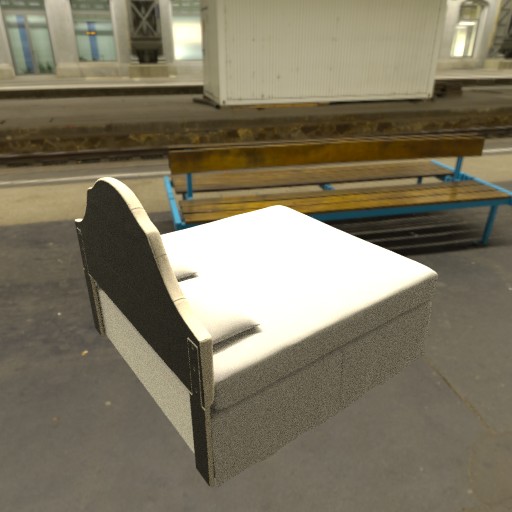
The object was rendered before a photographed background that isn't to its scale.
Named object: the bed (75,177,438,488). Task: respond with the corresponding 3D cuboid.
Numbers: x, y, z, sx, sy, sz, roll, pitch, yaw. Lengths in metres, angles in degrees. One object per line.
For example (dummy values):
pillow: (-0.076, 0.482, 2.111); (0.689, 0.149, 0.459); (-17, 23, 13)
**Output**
bed: (0.000, 0.000, 3.413); (2.086, 1.555, 2.012); (-18, 32, -32)
